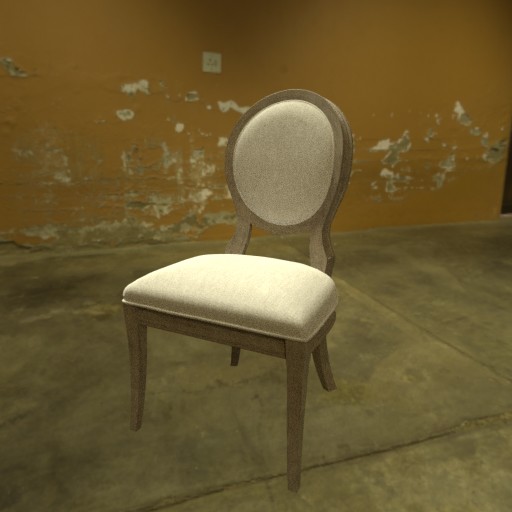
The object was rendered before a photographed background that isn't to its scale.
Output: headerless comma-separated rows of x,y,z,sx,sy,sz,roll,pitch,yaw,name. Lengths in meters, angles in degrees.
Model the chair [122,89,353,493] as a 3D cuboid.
0.000,0.000,1.330,0.558,0.990,0.602,7,16,26,chair
